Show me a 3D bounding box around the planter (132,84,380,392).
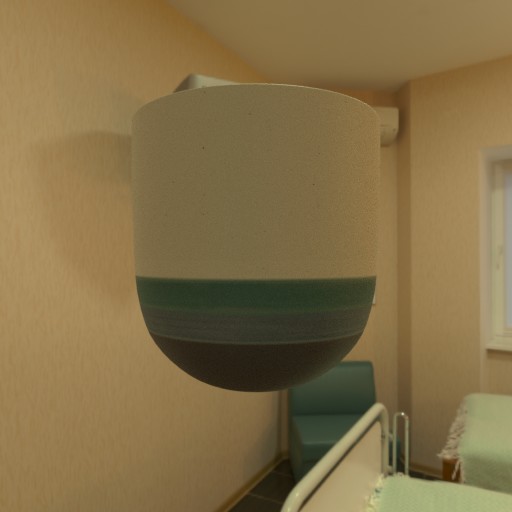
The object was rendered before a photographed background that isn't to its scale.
[{"bbox_3d":[0.000,0.000,0.376,0.204,0.214,0.204,0,0,0],"label":"planter"}]
